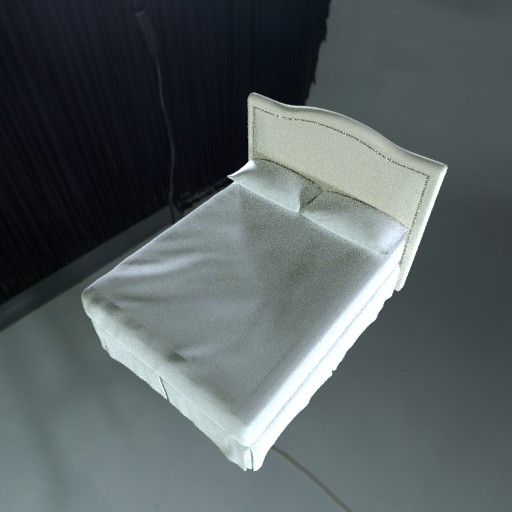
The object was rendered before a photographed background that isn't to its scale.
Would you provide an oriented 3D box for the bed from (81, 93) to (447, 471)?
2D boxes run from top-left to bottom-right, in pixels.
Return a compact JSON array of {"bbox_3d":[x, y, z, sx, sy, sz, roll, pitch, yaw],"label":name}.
[{"bbox_3d":[0.000,0.000,3.350,1.753,1.460,2.143,30,53,26],"label":"bed"}]
